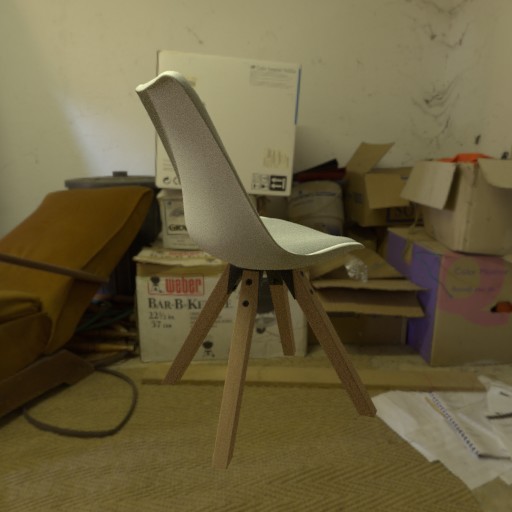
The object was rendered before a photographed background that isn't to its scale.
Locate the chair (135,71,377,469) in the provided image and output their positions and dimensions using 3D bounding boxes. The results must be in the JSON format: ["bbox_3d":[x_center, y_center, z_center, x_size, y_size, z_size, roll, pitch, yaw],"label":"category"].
[{"bbox_3d":[0.000,0.000,1.175,0.550,0.850,0.485,-7,15,-26],"label":"chair"}]
